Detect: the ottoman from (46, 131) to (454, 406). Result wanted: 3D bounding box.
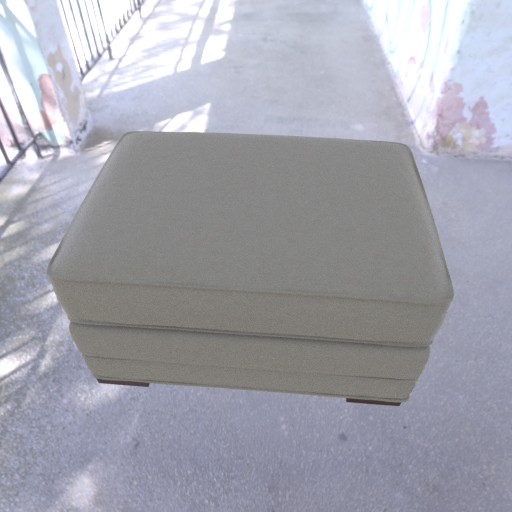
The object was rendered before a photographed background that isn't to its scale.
[{"bbox_3d":[0.000,0.000,1.208,0.848,0.482,0.611,3,45,3],"label":"ottoman"}]
